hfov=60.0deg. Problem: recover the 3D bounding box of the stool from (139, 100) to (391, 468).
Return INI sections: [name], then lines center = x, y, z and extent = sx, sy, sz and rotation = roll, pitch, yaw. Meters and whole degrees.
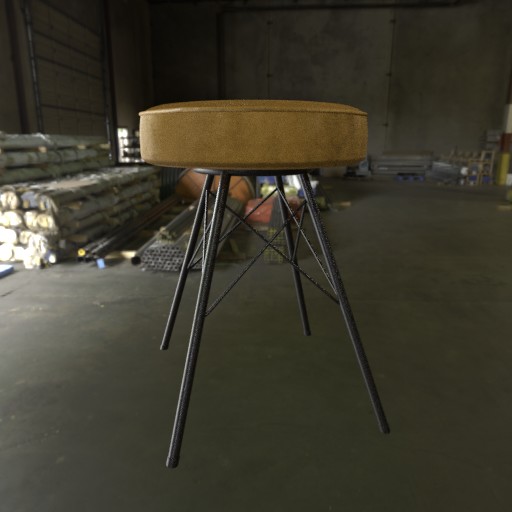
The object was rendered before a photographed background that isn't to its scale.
[stool]
center = 0.000, 0.000, 0.924
extent = 0.438, 0.595, 0.472
rotation = -3, 15, -10
